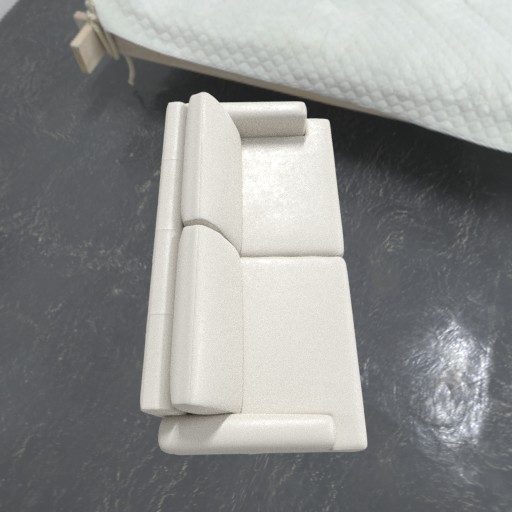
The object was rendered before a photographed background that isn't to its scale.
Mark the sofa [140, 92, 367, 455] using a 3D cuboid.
[{"bbox_3d":[0.000,0.000,2.376,0.974,0.765,1.940,-1,64,0],"label":"sofa"}]
